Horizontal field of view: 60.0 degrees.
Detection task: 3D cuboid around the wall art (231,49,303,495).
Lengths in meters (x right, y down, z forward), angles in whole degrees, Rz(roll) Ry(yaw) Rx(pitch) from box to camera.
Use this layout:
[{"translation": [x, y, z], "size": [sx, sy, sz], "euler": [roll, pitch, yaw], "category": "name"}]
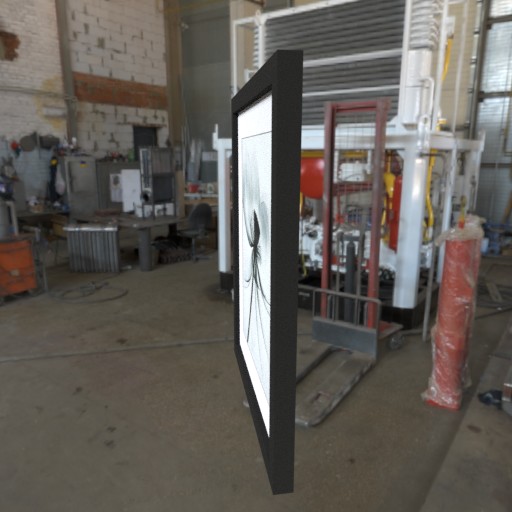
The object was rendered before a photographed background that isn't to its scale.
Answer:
[{"translation": [0.000, 0.000, 0.759], "size": [0.029, 0.559, 0.457], "euler": [-2, 13, -9], "category": "wall art"}]
